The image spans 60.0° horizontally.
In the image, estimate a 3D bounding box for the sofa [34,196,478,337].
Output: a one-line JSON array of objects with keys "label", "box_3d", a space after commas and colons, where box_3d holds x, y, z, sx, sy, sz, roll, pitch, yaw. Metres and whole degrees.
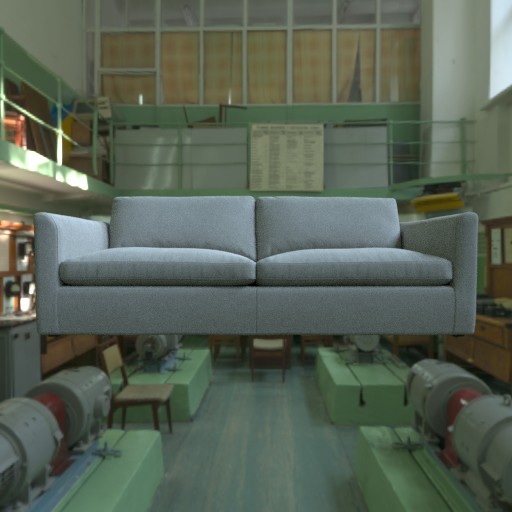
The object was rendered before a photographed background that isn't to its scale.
[{"label": "sofa", "box_3d": [0.000, 0.000, 2.752, 2.588, 0.838, 1.090, 0, 0, 0]}]
